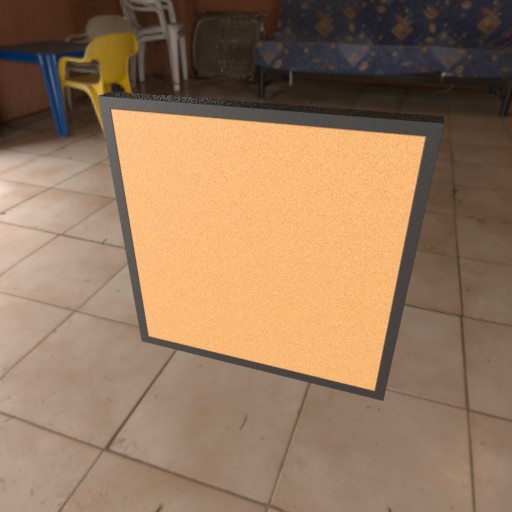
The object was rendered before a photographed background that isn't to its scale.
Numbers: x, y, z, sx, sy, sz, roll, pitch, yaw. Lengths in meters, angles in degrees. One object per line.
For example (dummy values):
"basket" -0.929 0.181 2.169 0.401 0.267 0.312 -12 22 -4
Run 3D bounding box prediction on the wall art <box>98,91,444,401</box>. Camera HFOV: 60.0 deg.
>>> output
"wall art" 0.000 0.000 0.767 0.506 0.506 0.037 10 33 16
